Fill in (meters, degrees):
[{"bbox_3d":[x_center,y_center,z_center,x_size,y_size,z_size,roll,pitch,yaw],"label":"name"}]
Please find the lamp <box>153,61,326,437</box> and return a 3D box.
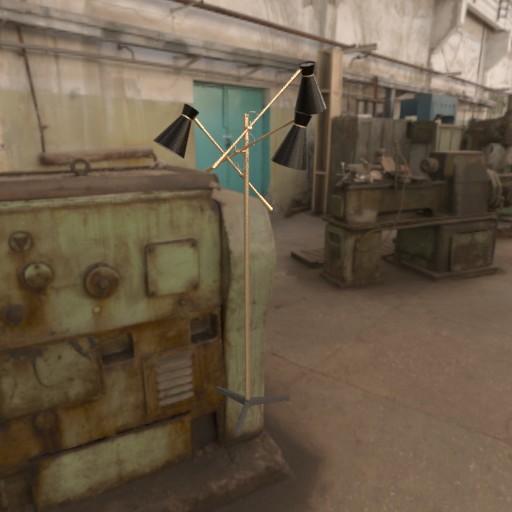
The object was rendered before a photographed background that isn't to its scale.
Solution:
[{"bbox_3d":[0.000,0.000,2.179,0.653,1.804,0.750,14,21,40],"label":"lamp"}]
